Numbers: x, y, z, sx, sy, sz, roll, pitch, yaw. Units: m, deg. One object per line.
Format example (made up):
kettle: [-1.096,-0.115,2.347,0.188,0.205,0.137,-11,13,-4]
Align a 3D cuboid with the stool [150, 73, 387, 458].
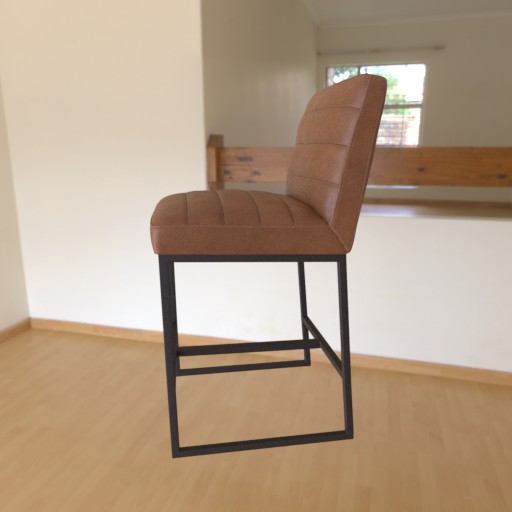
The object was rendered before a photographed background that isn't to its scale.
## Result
stool: [0.000,0.000,1.268,0.556,0.940,0.458,-2,14,-9]
